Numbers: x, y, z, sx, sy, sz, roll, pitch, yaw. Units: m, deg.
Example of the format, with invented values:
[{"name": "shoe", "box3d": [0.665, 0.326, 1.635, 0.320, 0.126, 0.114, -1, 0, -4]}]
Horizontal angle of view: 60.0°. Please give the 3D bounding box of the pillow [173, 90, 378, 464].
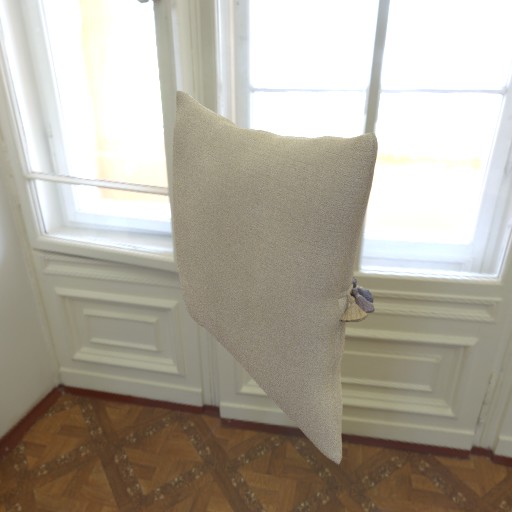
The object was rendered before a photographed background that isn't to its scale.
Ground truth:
[{"name": "pillow", "box3d": [0.000, 0.000, 0.735, 0.165, 0.481, 0.489, -17, 31, -30]}]
